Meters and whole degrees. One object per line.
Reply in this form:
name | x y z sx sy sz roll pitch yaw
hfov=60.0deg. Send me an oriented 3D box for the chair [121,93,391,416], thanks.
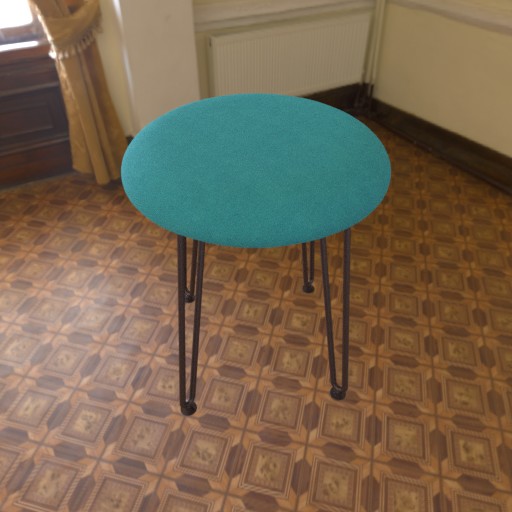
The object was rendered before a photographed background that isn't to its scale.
chair | 0.000 0.000 0.703 0.350 0.430 0.350 -12 42 -14
